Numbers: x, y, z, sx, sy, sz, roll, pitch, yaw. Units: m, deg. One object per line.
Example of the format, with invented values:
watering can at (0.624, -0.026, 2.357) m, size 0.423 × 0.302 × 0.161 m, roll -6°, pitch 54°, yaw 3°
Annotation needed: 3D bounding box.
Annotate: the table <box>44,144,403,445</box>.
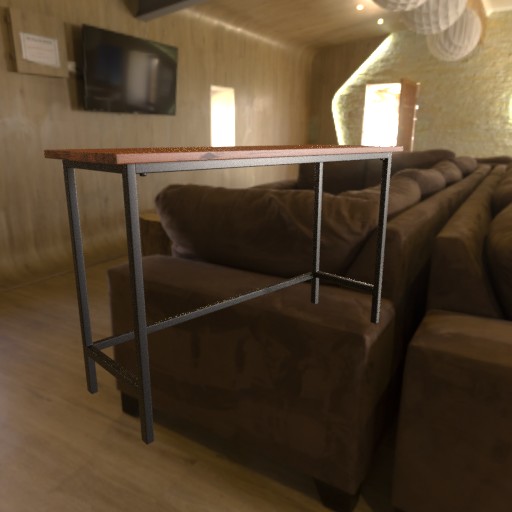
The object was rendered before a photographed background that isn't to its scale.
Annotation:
table at (0.000, 0.000, 1.555) m, size 1.204 × 0.740 × 0.408 m, roll -14°, pitch 20°, yaw -42°
